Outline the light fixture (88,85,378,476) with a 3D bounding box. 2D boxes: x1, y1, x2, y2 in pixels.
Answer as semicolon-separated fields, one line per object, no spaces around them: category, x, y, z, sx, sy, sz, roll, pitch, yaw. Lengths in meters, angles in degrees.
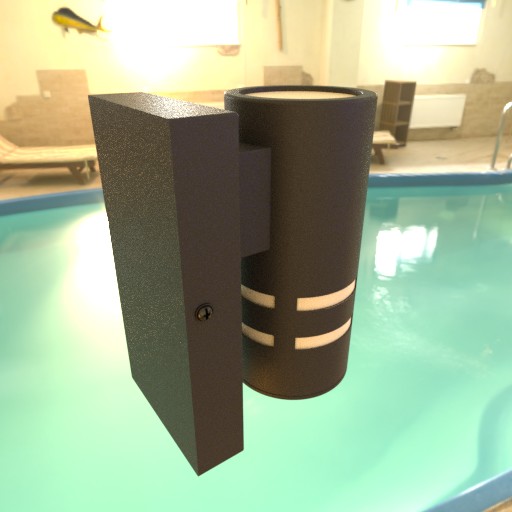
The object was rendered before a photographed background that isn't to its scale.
light fixture;0.000;0.000;0.259;0.138;0.179;0.098;-17;31;-31
